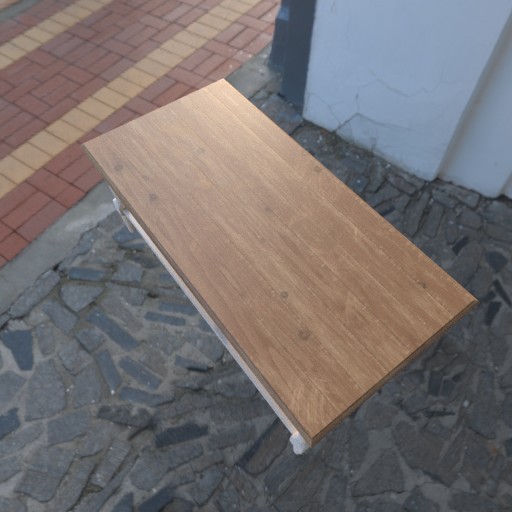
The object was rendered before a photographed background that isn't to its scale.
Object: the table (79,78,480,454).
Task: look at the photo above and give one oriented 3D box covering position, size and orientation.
[{"bbox_3d":[0.000,0.000,1.441,0.559,0.458,1.118,-33,63,-19],"label":"table"}]
